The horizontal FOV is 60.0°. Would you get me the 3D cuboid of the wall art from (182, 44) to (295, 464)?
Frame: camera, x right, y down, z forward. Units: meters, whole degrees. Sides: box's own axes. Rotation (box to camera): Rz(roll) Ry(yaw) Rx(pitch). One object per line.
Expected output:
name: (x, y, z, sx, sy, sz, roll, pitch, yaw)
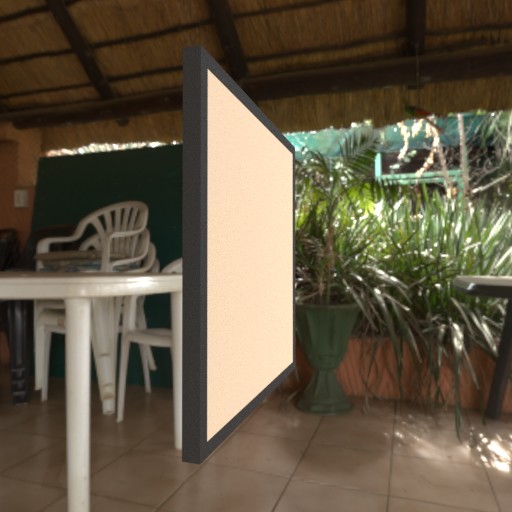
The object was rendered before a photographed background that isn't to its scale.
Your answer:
wall art: (0.000, 0.000, 0.469, 0.015, 0.304, 0.306, 0, -1, 18)
